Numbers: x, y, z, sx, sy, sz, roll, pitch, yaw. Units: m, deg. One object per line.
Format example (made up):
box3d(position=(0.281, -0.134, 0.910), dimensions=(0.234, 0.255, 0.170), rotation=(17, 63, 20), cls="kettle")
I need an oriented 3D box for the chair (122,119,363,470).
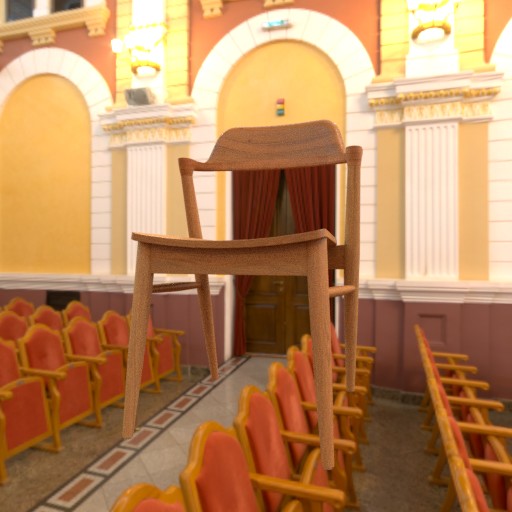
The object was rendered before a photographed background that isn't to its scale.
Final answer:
box3d(position=(0.000, 0.000, 1.124), dimensions=(0.512, 0.792, 0.499), rotation=(0, 1, 18), cls="chair")
